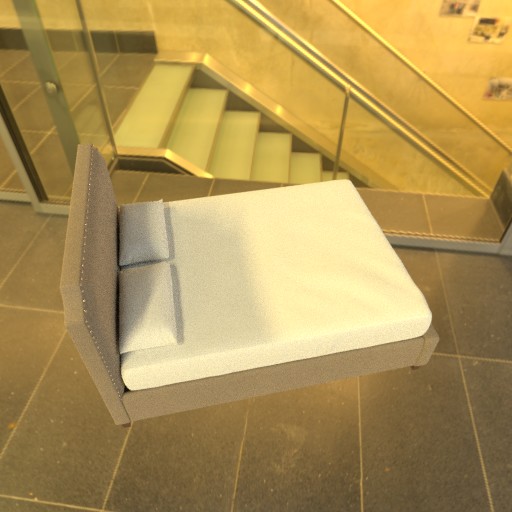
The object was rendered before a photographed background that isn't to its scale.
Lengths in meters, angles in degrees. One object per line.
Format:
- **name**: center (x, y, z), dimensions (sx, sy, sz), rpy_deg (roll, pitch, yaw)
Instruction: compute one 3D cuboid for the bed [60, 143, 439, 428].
- **bed**: center (0.000, 0.000, 3.386), dimensions (2.329, 1.415, 1.703), rpy_deg (-9, 46, -8)
